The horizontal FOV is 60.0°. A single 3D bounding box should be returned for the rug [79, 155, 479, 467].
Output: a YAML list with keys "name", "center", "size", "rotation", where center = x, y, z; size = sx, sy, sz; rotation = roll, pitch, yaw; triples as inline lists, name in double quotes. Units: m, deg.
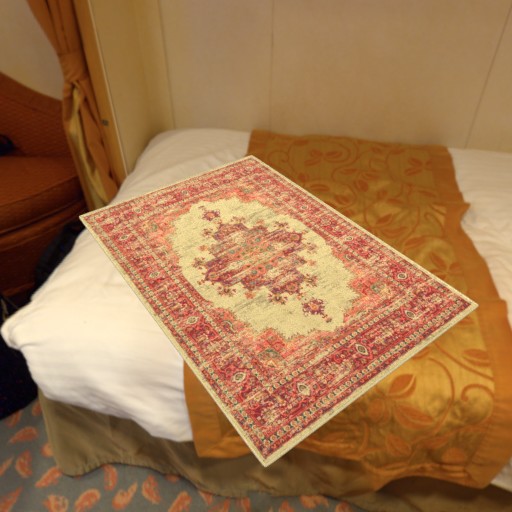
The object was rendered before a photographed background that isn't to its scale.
- name: "rug"
  center: [0.000, 0.000, 3.716]
  size: [2.005, 0.014, 2.878]
  rotation: [-26, 47, -27]
